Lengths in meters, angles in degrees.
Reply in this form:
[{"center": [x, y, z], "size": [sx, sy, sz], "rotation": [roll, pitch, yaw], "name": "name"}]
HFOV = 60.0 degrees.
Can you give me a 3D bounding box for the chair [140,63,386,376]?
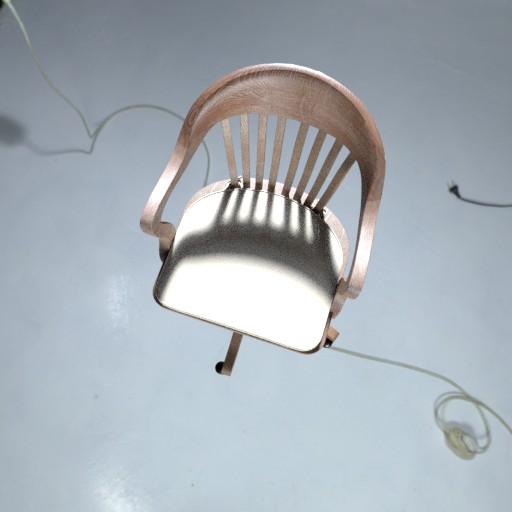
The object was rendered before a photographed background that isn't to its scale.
[{"center": [0.000, 0.000, 1.439], "size": [0.750, 0.878, 0.788], "rotation": [17, 75, 5], "name": "chair"}]
